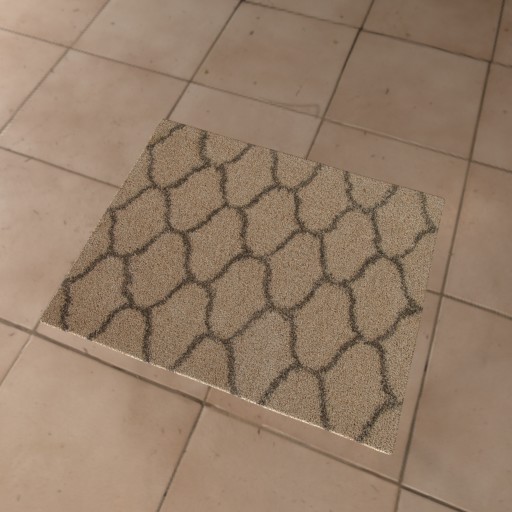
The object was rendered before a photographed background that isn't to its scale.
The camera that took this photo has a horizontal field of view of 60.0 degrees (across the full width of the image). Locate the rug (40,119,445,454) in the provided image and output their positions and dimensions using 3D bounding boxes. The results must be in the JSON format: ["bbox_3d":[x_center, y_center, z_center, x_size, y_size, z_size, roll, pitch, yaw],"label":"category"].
[{"bbox_3d":[0.000,0.000,3.979,3.000,0.026,2.399,18,65,9],"label":"rug"}]
